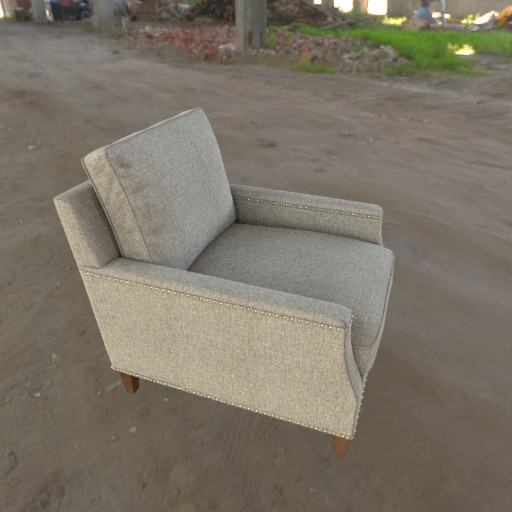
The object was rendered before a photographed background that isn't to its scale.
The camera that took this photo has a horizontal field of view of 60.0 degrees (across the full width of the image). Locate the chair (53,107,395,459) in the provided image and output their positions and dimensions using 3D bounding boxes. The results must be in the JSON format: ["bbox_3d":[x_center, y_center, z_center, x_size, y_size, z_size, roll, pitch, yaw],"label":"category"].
[{"bbox_3d":[0.000,0.000,1.697,1.014,0.943,0.853,10,32,17],"label":"chair"}]
